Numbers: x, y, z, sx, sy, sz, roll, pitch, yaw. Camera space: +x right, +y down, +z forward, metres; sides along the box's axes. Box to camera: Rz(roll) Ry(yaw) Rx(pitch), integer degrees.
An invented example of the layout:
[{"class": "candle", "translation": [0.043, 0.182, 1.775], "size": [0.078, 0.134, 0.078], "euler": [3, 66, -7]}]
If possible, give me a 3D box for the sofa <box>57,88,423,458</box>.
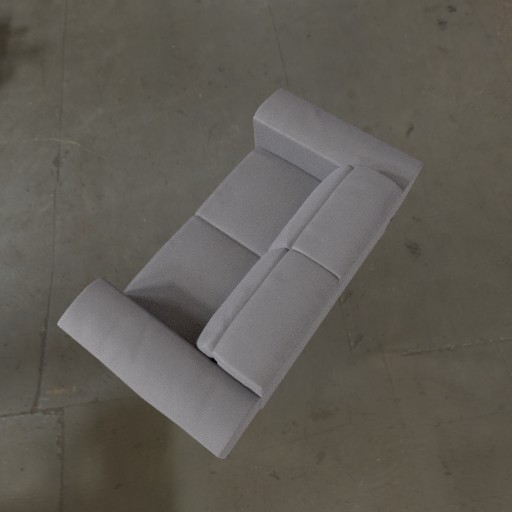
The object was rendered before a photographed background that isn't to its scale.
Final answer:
[{"class": "sofa", "translation": [0.000, 0.000, 2.497], "size": [1.003, 0.779, 1.895], "euler": [33, 69, 15]}]
